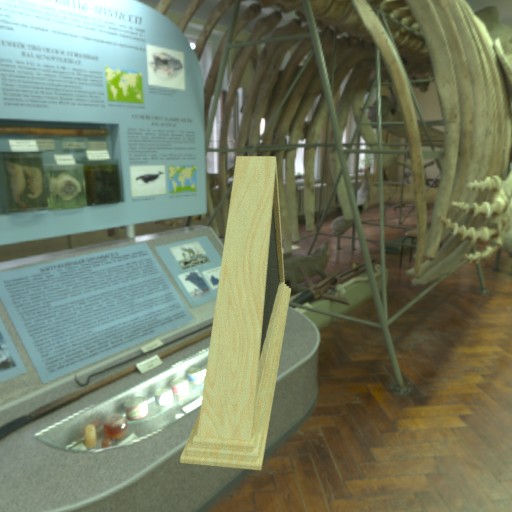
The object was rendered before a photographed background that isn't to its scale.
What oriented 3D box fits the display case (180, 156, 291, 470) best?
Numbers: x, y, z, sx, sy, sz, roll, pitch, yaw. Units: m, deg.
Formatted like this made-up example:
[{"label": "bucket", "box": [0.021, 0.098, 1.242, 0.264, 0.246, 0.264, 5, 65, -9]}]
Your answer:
[{"label": "display case", "box": [0.000, 0.000, 0.776, 0.095, 0.340, 0.640, 2, 14, 7]}]
